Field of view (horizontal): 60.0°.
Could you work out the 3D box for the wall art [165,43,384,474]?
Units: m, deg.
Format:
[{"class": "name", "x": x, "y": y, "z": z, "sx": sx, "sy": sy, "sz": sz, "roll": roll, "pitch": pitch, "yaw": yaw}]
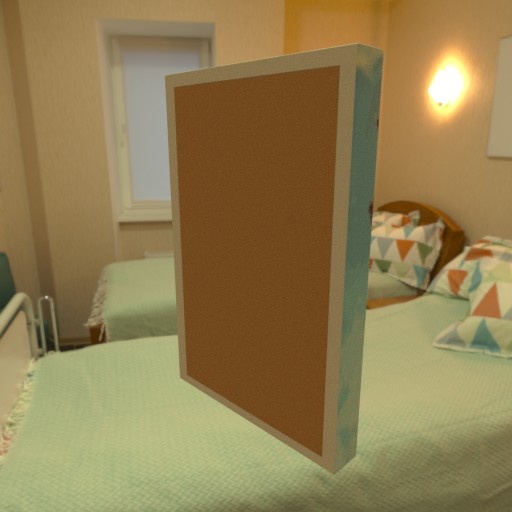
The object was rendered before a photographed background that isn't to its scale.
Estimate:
[{"class": "wall art", "x": 0.000, "y": 0.000, "z": 0.473, "sx": 0.251, "sy": 0.380, "sz": 0.039, "roll": 15, "pitch": 21, "yaw": 43}]
